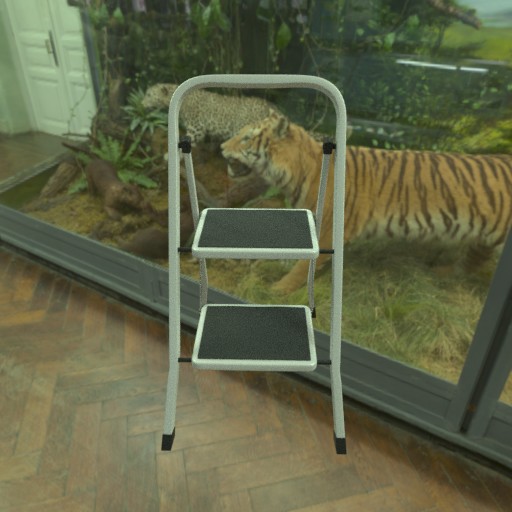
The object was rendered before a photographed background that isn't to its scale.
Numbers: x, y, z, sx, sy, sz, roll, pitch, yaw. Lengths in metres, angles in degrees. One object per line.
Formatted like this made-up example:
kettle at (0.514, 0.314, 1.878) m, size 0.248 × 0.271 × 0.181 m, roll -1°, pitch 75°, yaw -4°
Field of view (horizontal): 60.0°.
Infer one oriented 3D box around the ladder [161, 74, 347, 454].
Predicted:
ladder at (0.000, 0.000, 1.117) m, size 0.460 × 0.810 × 0.544 m, roll 1°, pitch 32°, yaw 1°
